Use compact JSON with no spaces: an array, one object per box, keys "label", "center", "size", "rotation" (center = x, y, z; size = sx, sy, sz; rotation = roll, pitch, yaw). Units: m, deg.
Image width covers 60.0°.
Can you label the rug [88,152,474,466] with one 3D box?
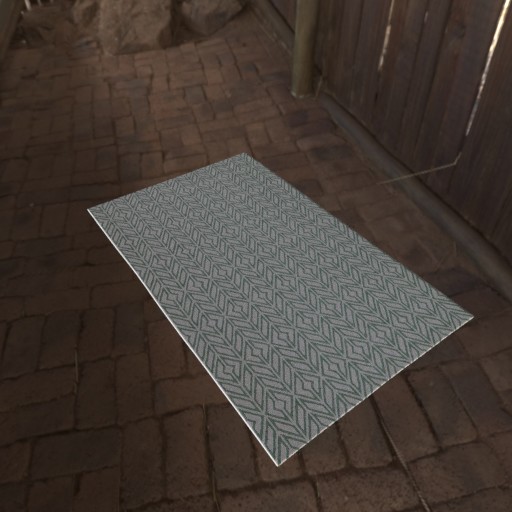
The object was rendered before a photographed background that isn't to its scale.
[{"label":"rug","center":[0.000,0.000,3.093],"size":[1.517,0.011,2.435],"rotation":[-26,49,-26]}]
